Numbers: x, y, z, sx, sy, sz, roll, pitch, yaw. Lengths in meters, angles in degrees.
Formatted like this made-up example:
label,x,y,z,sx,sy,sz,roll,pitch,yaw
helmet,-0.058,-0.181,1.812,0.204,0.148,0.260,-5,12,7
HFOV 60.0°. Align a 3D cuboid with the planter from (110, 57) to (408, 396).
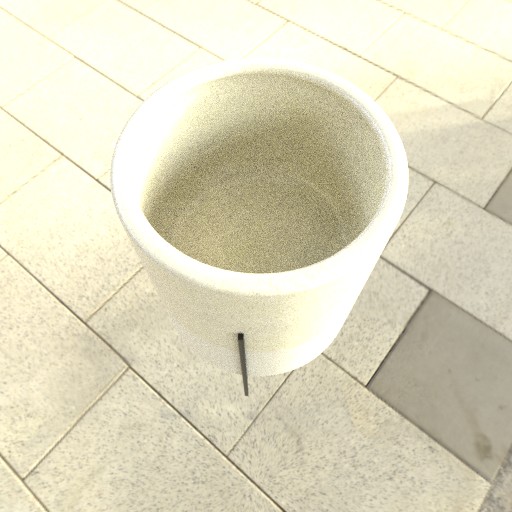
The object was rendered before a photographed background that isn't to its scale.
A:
label,x,y,z,sx,sy,sz,roll,pitch,yaw
planter,0.000,0.000,0.697,0.333,0.483,0.324,34,68,16
